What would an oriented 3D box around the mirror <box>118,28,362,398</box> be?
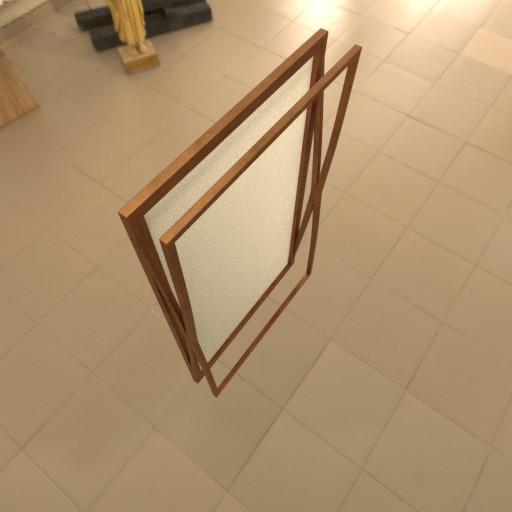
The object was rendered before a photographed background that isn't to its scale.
[{"bbox_3d":[0.000,0.000,0.955,0.082,0.768,0.468,32,64,18],"label":"mirror"}]
